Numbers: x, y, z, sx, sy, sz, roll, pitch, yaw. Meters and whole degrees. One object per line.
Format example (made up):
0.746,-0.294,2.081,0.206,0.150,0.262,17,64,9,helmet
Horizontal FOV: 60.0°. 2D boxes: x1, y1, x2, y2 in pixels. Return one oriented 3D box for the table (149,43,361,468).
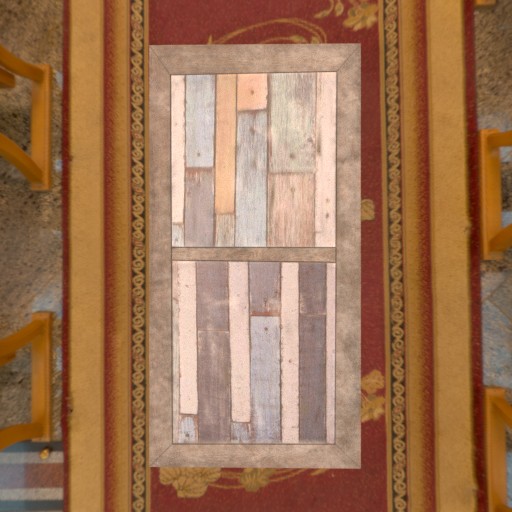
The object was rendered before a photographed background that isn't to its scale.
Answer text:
0.000,0.000,1.510,0.610,0.470,1.219,0,90,1,table
